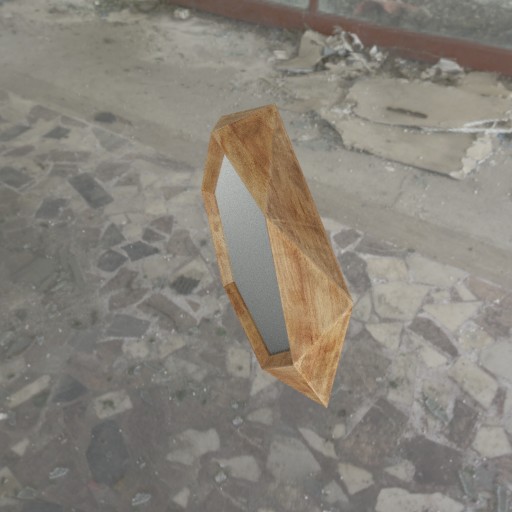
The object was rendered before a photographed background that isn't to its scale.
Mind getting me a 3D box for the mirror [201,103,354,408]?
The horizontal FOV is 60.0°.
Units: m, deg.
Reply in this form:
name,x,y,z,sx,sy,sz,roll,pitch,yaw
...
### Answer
name,x,y,z,sx,sy,sz,roll,pitch,yaw
mirror,0.000,0.000,1.087,0.091,0.779,0.675,-16,48,-15
